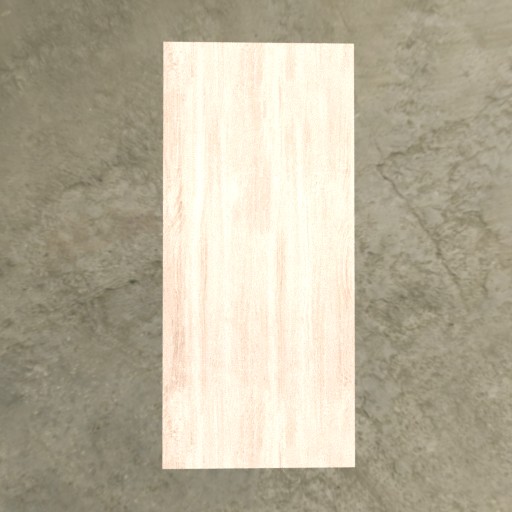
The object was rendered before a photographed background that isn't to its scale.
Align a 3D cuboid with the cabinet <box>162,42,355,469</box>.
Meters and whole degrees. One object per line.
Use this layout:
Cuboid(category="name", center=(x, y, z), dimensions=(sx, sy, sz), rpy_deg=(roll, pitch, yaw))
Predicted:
Cuboid(category="cabinet", center=(0.000, 0.000, 1.546), dimensions=(0.500, 0.780, 1.110), rpy_deg=(0, 89, -1))
